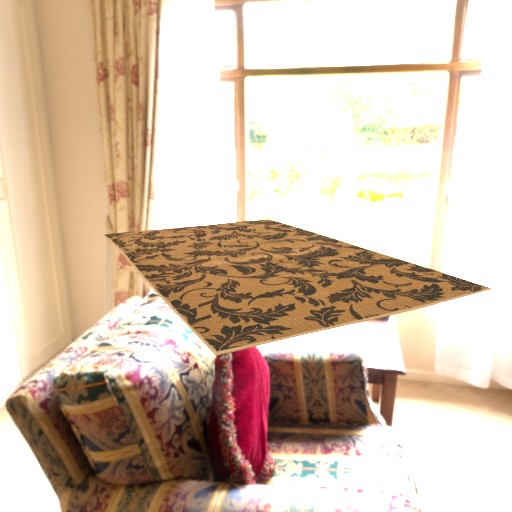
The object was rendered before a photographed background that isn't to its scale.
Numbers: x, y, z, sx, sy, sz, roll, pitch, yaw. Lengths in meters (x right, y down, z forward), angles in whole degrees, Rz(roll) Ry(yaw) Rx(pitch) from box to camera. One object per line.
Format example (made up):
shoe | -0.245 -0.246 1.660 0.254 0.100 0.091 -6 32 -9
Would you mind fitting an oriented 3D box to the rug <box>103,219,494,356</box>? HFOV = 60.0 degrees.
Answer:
rug | 0.000 0.000 2.855 1.522 0.008 2.284 -8 17 -27
